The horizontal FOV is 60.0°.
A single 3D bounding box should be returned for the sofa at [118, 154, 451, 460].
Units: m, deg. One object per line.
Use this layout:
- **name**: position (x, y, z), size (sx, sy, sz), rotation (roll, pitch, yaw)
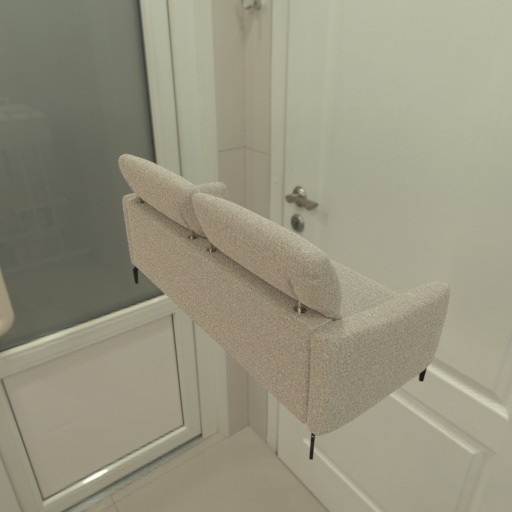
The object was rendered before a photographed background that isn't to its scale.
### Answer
- **sofa**: position (0.000, 0.000, 2.548), size (0.856, 0.956, 2.015), rotation (-19, 33, -32)
